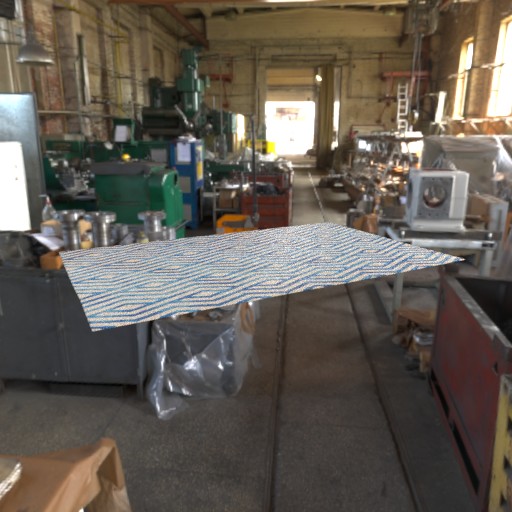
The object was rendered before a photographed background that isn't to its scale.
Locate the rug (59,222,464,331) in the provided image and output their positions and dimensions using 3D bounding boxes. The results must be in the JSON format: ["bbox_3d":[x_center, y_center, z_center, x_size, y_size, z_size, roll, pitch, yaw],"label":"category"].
[{"bbox_3d":[0.000,0.000,3.133,2.439,0.008,1.531,-8,17,-27],"label":"rug"}]
